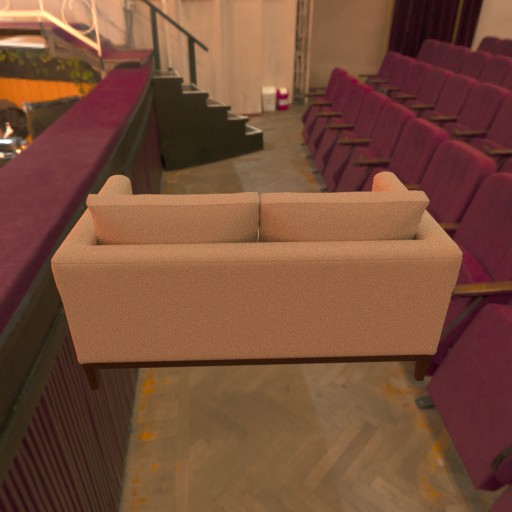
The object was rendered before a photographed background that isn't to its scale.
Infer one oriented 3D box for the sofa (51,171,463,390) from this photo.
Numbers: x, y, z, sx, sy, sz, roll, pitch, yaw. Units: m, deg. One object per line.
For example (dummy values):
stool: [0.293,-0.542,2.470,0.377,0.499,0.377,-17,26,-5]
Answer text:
sofa: [0.000,0.000,2.181,1.598,0.873,0.905,-1,30,-2]
